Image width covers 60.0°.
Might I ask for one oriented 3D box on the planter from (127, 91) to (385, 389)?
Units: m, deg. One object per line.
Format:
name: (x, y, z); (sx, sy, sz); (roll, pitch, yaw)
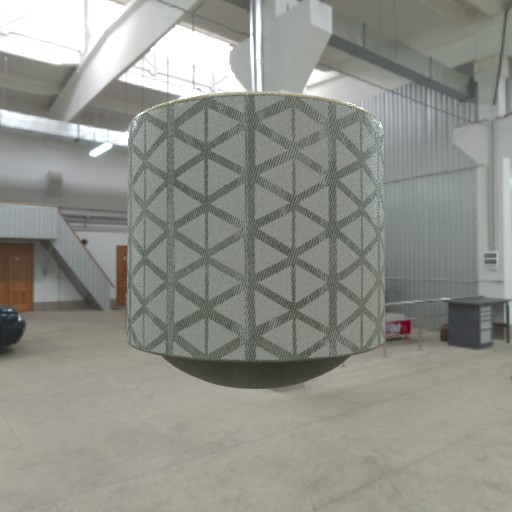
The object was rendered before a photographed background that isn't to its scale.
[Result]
planter: (0.000, 0.000, 0.449); (0.250, 0.239, 0.250); (0, -1, 0)
